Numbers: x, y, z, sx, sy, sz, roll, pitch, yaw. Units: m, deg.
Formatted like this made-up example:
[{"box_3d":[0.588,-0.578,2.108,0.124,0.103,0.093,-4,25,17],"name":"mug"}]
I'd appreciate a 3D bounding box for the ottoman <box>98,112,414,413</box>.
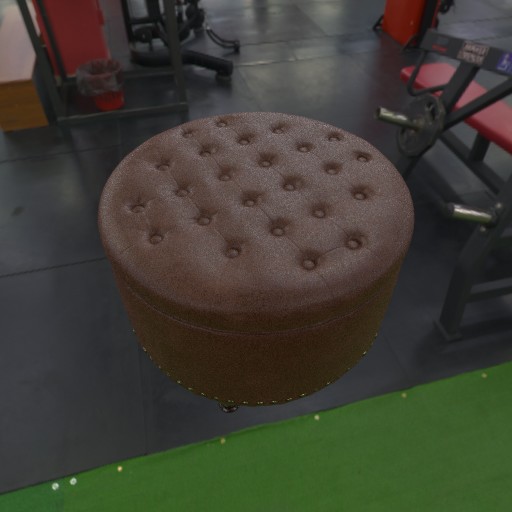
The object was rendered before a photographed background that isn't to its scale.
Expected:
[{"box_3d":[0.000,0.000,1.048,0.637,0.442,0.637,0,46,0],"name":"ottoman"}]
